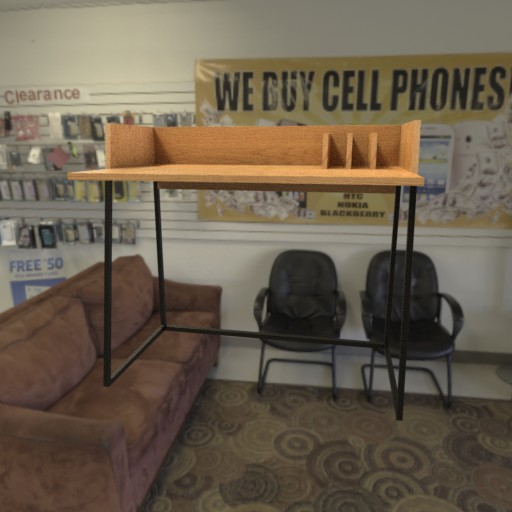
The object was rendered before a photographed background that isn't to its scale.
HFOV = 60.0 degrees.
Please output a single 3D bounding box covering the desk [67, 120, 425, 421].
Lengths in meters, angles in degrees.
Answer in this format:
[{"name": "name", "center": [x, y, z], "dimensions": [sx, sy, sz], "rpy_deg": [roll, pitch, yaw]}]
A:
[{"name": "desk", "center": [0.000, 0.000, 1.839], "dimensions": [1.191, 1.061, 0.769], "rpy_deg": [3, 14, 11]}]
